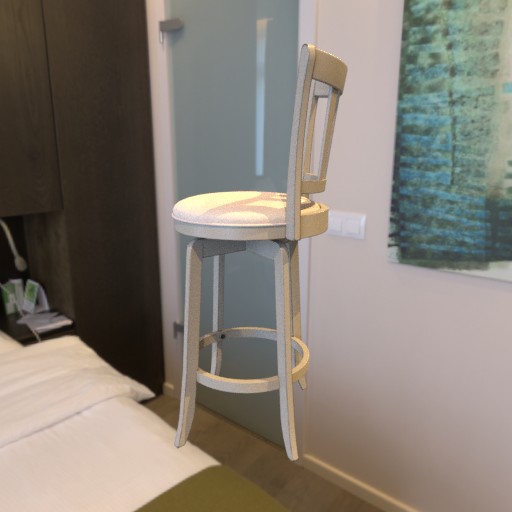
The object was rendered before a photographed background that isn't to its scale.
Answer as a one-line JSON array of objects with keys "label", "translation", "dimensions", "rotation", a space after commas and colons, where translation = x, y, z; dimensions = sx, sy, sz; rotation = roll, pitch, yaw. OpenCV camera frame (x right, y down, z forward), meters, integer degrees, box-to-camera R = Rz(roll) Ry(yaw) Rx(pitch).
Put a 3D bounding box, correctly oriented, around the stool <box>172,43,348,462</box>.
[{"label": "stool", "translation": [0.000, 0.000, 1.290], "dimensions": [0.475, 1.042, 0.436], "rotation": [2, 14, 10]}]
